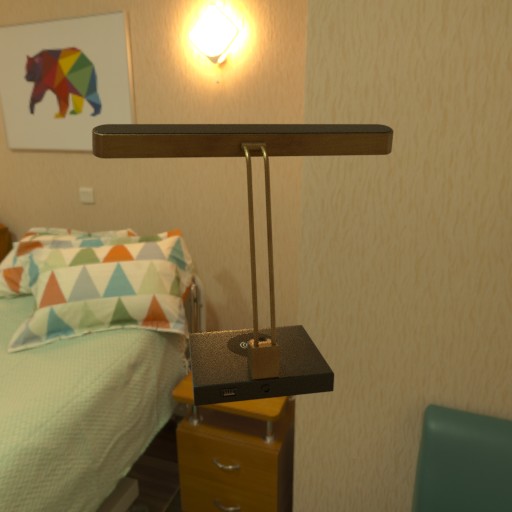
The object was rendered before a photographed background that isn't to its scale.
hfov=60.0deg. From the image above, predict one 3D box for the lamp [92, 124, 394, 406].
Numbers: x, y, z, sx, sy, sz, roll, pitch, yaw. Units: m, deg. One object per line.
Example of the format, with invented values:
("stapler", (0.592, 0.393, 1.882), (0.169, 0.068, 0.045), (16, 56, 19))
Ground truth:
("lamp", (0.000, 0.000, 0.603), (0.412, 0.345, 0.156), (-3, 16, -10))
